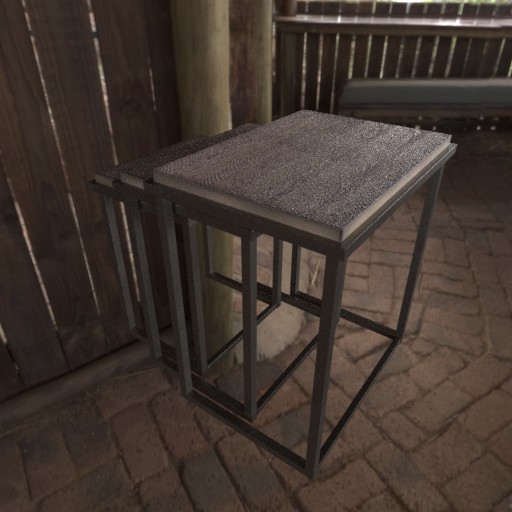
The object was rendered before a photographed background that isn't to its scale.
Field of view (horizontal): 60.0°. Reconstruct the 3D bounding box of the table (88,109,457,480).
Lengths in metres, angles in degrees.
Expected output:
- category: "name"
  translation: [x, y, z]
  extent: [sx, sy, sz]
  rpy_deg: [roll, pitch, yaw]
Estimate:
- category: "table"
  translation: [0.000, 0.000, 1.125]
  extent: [0.706, 0.610, 0.559]
  rpy_deg: [21, 38, 30]
